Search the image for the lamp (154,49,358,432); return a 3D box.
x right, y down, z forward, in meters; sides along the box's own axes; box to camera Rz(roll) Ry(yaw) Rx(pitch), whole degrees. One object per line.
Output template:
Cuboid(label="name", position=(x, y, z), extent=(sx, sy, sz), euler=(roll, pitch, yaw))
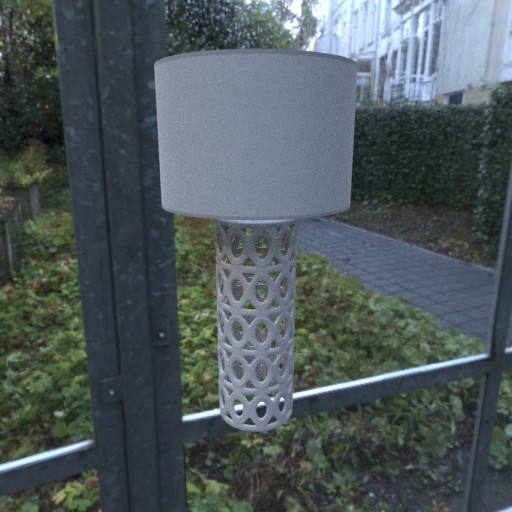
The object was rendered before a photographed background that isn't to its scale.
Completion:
Cuboid(label="lamp", position=(0.000, 0.000, 0.807), extent=(0.324, 0.636, 0.325), euler=(-2, 15, -8))
